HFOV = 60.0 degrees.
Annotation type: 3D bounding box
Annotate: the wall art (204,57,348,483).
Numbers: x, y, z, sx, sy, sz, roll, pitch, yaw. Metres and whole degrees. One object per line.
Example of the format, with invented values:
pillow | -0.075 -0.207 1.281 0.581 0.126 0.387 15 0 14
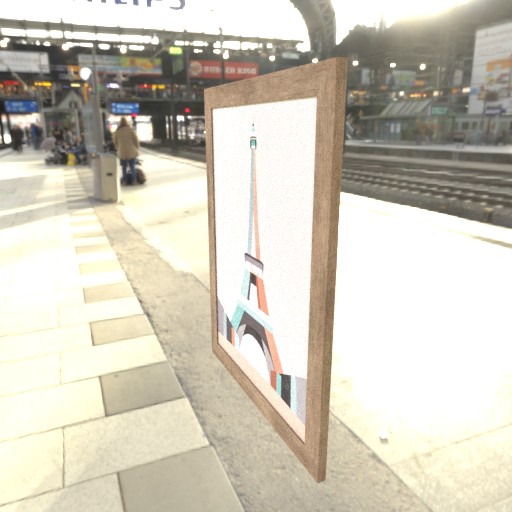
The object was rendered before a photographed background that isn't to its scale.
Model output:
wall art | 0.000 0.000 0.915 0.018 0.686 0.534 -7 18 -25
